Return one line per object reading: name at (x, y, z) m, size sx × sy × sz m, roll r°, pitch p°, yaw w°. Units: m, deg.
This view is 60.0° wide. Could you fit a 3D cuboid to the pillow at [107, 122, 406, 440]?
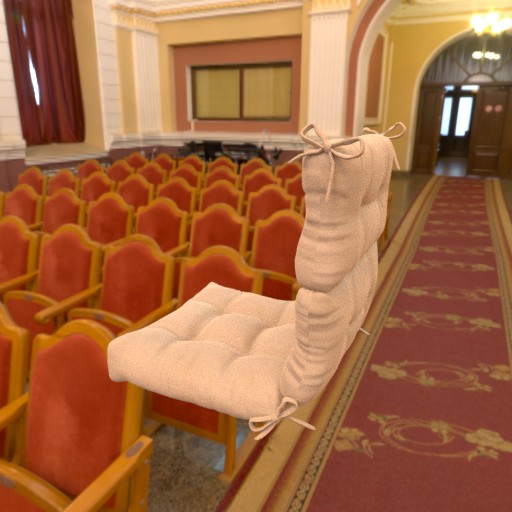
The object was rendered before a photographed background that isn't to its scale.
pillow at (0.000, 0.000, 1.042) m, size 0.571 × 0.605 × 0.519 m, roll 8°, pitch 19°, yaw 24°
